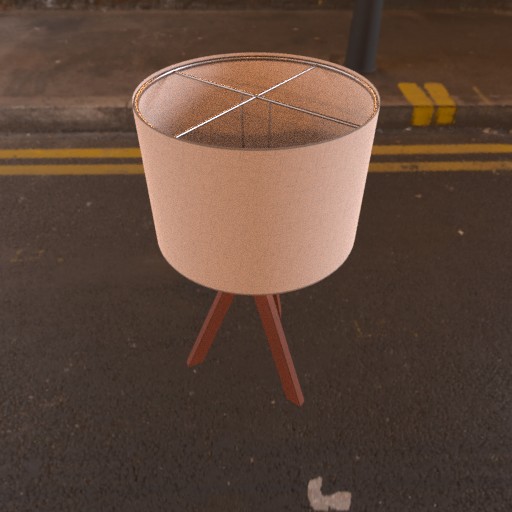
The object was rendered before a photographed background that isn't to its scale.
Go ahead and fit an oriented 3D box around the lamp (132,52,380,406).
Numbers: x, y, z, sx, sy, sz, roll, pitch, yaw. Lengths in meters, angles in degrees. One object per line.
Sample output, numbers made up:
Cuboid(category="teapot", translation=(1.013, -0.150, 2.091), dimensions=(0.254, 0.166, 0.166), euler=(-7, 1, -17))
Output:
Cuboid(category="lamp", translation=(0.000, 0.000, 0.917), dimensions=(0.380, 0.686, 0.380), euler=(27, 48, 27))
